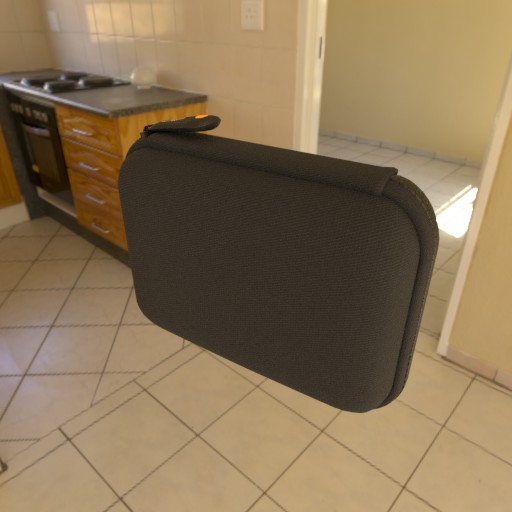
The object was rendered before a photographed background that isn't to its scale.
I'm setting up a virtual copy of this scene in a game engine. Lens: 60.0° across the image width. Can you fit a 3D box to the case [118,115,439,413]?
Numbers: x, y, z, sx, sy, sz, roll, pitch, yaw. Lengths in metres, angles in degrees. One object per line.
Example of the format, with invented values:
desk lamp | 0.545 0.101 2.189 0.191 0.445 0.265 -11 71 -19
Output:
case | 0.000 0.000 0.178 0.132 0.105 0.038 18 34 28
